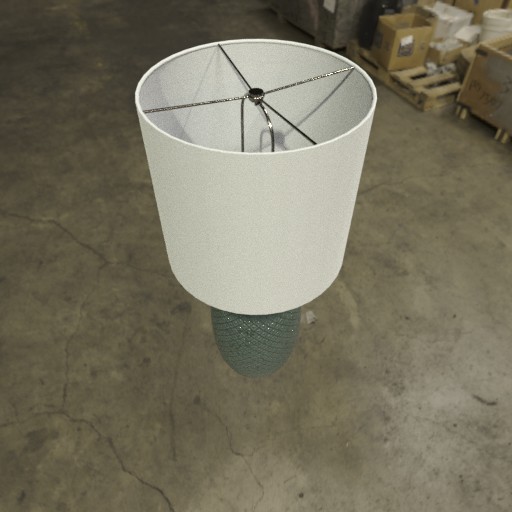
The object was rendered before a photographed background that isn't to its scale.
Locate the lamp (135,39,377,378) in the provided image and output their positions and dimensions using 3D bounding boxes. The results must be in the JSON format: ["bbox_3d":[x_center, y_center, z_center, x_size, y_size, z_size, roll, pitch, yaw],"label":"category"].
[{"bbox_3d":[0.000,0.000,0.568,0.217,0.453,0.217,-18,50,-16],"label":"lamp"}]
